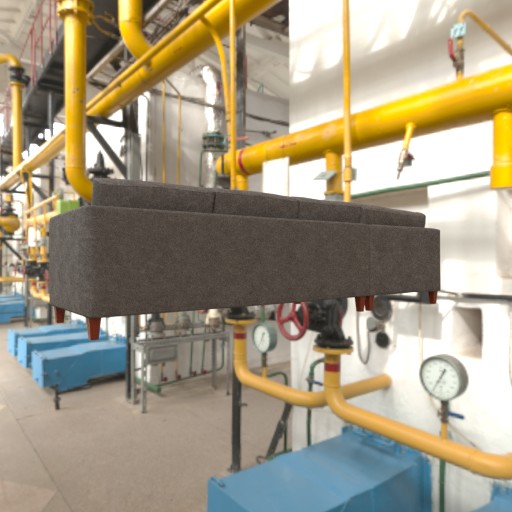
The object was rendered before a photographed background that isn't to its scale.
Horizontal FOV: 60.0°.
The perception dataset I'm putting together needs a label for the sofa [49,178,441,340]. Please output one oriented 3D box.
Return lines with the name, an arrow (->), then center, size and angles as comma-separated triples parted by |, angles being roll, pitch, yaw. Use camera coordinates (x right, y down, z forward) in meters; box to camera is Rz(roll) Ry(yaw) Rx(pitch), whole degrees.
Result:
sofa -> 0.000, 0.000, 4.055 | 3.471, 0.954, 1.606 | 0, 0, -36
